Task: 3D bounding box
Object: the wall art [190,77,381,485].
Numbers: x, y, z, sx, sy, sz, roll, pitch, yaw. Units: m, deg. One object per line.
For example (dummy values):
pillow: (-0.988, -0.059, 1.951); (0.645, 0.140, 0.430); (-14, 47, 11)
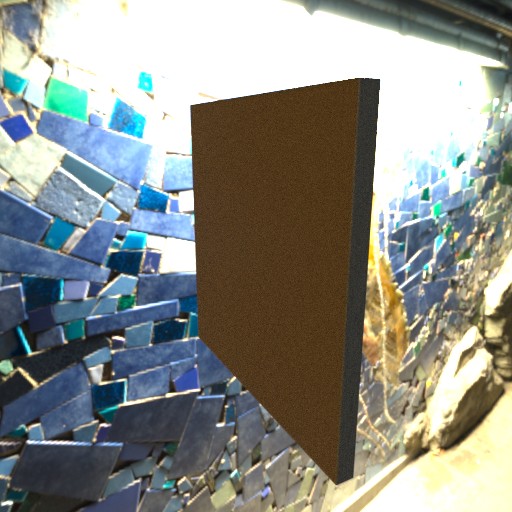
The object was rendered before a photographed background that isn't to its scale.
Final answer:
wall art: (0.000, 0.000, 1.886); (0.078, 1.288, 1.287); (-8, 17, -27)
